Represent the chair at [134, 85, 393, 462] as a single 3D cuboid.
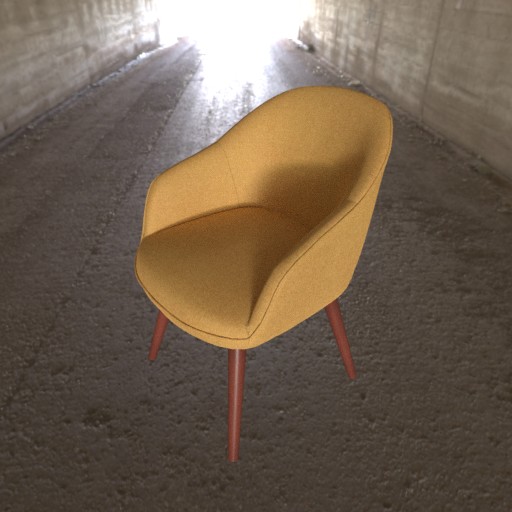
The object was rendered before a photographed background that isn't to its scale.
[{"bbox_3d":[0.000,0.000,1.241,0.635,0.823,0.596,-22,38,-32],"label":"chair"}]
